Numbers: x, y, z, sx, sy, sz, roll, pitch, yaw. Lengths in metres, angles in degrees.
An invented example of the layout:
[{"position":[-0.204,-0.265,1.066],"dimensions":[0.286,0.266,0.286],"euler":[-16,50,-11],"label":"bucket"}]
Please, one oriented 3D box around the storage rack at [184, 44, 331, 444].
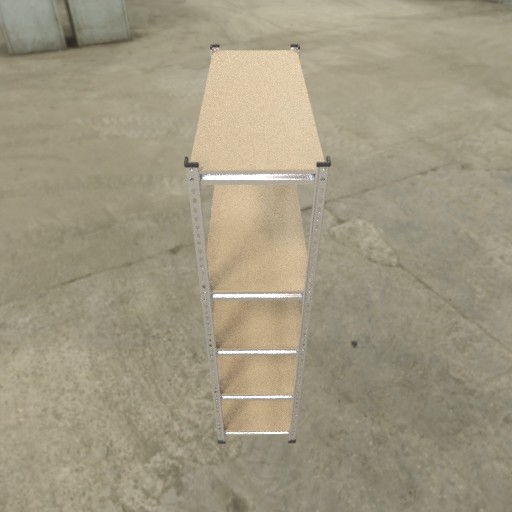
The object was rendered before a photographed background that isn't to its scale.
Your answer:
[{"position":[0.000,0.000,2.424],"dimensions":[0.457,1.829,1.219],"euler":[0,41,0],"label":"storage rack"}]
